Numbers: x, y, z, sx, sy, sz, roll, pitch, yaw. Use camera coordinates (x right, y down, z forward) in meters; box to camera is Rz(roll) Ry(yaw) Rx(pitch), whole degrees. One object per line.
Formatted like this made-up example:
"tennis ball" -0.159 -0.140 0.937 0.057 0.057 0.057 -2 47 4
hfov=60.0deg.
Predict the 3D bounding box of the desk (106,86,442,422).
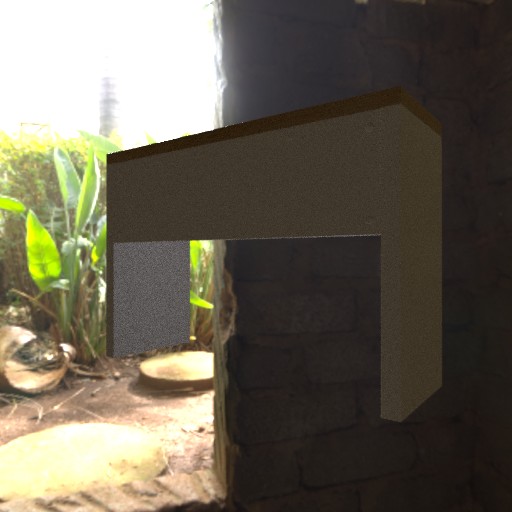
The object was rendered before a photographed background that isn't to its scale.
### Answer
"desk" 0.000 0.000 1.477 1.100 0.760 0.390 0 0 37
